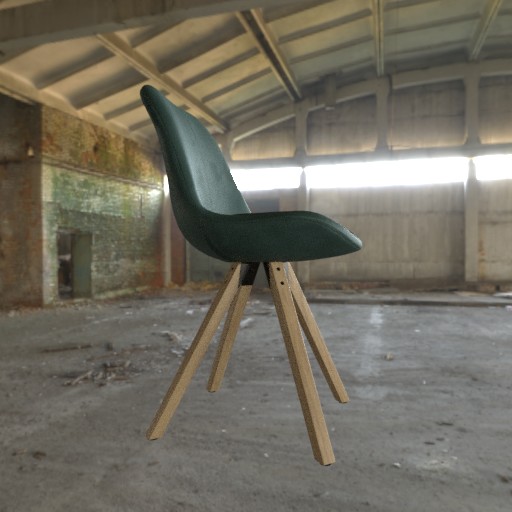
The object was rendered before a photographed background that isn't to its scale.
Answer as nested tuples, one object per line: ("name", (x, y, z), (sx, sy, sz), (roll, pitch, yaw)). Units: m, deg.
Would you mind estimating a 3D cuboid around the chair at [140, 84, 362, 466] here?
("chair", (0.000, 0.000, 1.175), (0.547, 0.865, 0.483), (0, 0, 16))
